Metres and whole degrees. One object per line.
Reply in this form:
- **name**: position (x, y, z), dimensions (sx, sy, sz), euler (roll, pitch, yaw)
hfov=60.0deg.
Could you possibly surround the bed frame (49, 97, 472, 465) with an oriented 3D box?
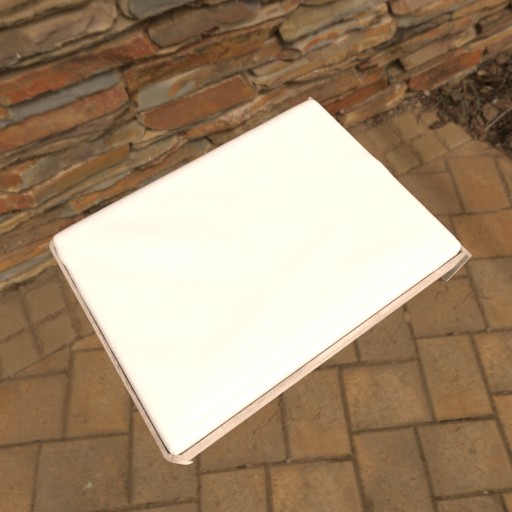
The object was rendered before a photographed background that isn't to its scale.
- **bed frame**: position (0.000, 0.000, 2.643), dimensions (1.950, 0.462, 1.490), euler (-32, 68, -15)
